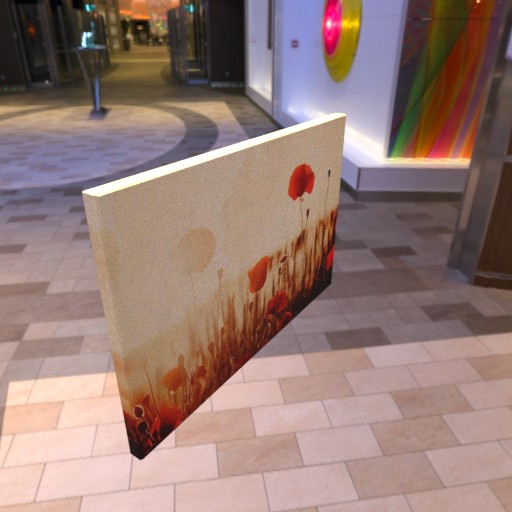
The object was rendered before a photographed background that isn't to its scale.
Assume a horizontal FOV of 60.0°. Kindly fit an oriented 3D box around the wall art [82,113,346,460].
[{"bbox_3d":[0.000,0.000,1.165,0.038,0.602,0.918,17,32,31],"label":"wall art"}]
